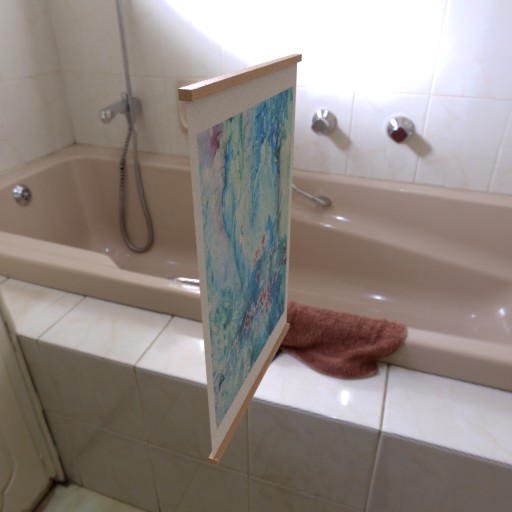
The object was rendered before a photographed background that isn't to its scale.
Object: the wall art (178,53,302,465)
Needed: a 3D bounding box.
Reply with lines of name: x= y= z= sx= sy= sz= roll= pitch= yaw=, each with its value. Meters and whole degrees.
wall art: x=0.000 y=0.000 z=0.646 sx=0.013 sy=0.510 sz=0.335 roll=11 pitch=32 yaw=19
